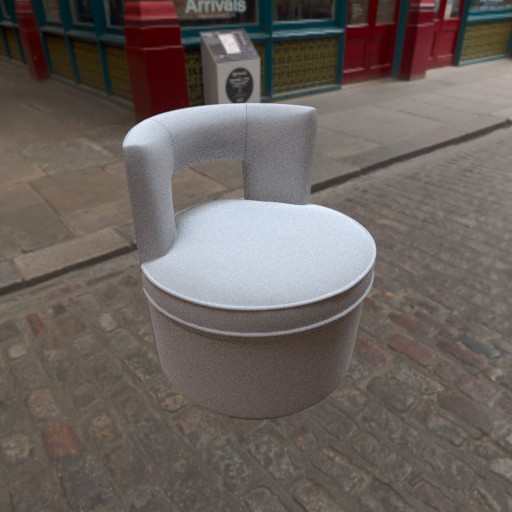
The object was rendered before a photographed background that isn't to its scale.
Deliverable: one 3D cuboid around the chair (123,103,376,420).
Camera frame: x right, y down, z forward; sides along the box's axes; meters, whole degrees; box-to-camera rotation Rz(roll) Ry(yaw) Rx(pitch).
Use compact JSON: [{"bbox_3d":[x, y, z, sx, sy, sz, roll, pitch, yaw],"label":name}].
[{"bbox_3d":[0.000,0.000,1.265,0.650,0.723,0.665,-23,37,-33],"label":"chair"}]
